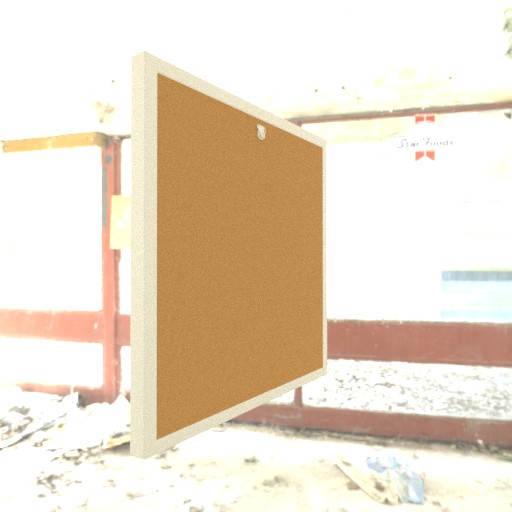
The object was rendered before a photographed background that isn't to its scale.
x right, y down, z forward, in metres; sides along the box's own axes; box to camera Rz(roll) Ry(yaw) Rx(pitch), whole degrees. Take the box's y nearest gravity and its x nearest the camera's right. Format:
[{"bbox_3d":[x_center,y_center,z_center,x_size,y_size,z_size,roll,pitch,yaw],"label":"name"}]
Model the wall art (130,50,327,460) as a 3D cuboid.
[{"bbox_3d":[0.000,0.000,1.142,0.050,0.762,0.761,0,-1,35],"label":"wall art"}]
